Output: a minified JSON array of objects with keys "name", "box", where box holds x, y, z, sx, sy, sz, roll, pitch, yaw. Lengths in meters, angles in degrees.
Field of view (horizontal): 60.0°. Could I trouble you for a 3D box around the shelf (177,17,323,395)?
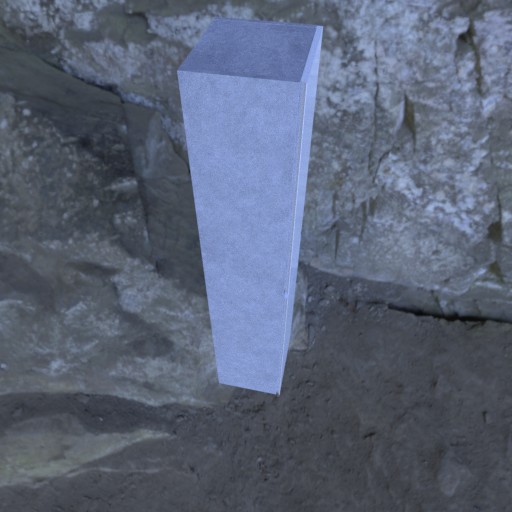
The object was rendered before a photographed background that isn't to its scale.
[{"name":"shelf","box":[0.000,0.000,1.512,0.270,1.400,0.300,9,48,8]}]
